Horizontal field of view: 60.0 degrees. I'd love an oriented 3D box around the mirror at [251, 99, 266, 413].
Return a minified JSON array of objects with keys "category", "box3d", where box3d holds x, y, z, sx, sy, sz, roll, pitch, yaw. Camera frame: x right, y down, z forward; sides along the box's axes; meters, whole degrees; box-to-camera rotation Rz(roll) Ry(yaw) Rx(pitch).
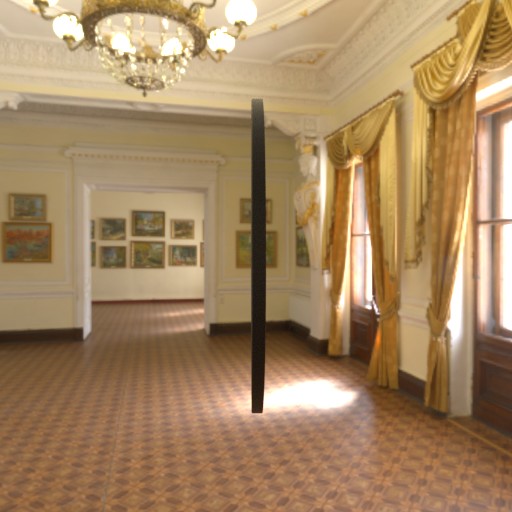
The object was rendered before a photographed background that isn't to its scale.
[{"category":"mirror","box3d":[0.000,0.000,1.609,0.036,1.077,1.077,0,0,-1]}]
